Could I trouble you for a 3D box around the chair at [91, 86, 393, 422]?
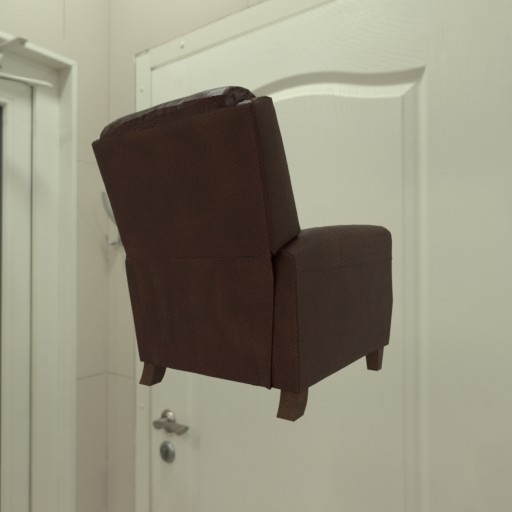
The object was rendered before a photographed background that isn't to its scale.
[{"bbox_3d":[0.000,0.000,1.819,0.826,1.022,1.089,0,-1,36],"label":"chair"}]
